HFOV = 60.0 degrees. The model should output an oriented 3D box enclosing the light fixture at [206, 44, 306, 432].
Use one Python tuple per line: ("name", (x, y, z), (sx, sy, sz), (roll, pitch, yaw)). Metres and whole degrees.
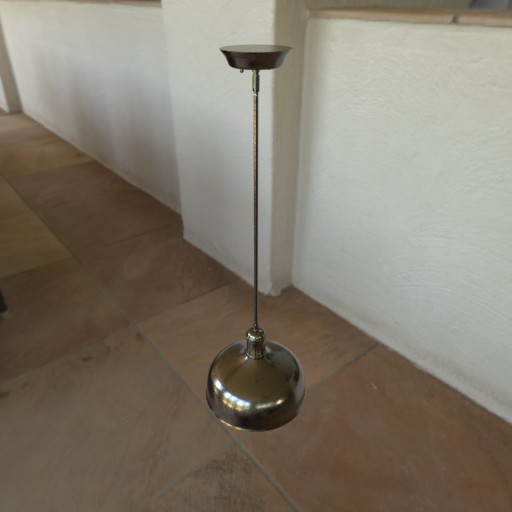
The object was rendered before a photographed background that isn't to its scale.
("light fixture", (0.000, 0.000, 1.096), (0.299, 0.935, 0.299), (-20, 36, -30))
